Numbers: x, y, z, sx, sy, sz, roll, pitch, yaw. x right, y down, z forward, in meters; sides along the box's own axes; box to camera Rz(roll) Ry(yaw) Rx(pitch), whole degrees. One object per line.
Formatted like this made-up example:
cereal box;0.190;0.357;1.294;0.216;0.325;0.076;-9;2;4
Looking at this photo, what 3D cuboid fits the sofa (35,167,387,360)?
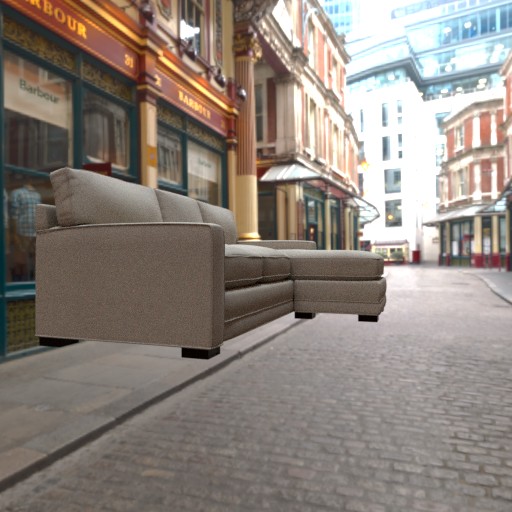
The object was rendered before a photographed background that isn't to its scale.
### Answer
sofa;0.000;0.000;2.831;1.496;0.861;2.087;0;0;19
